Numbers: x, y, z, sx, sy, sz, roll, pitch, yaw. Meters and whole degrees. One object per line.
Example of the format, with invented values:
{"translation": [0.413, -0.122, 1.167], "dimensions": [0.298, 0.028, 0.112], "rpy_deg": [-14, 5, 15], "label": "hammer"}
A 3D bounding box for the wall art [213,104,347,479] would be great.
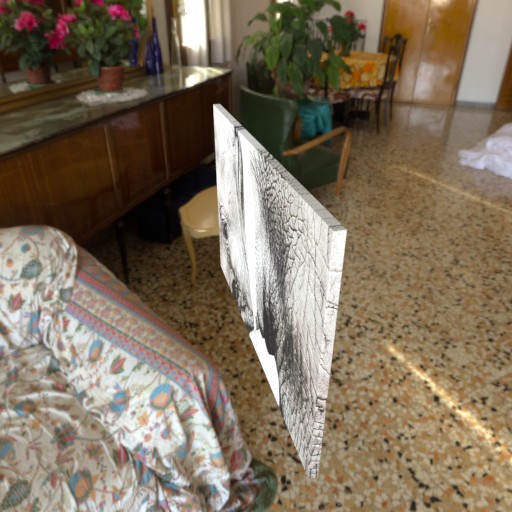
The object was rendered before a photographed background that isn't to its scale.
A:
{"translation": [0.000, 0.000, 1.192], "dimensions": [0.023, 0.607, 0.914], "rpy_deg": [-8, 32, -14], "label": "wall art"}
